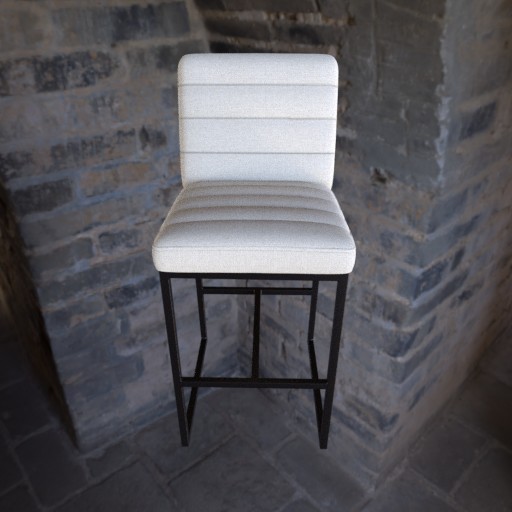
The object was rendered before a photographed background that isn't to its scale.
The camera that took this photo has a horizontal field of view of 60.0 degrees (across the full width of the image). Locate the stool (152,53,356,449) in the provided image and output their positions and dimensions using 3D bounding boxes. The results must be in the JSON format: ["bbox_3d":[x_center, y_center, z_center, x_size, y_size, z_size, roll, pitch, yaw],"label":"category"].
[{"bbox_3d":[0.000,0.000,1.297,0.460,1.040,0.560,1,30,1],"label":"stool"}]
